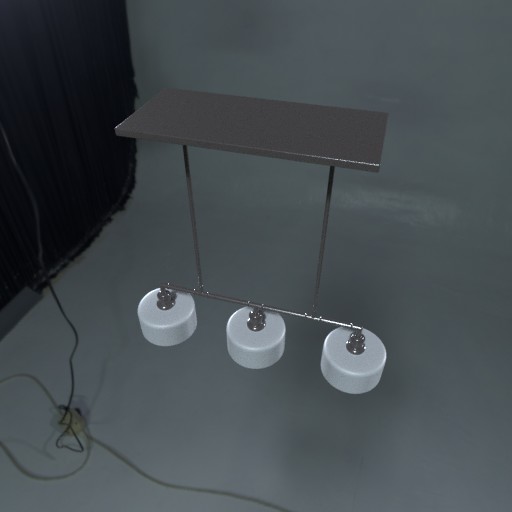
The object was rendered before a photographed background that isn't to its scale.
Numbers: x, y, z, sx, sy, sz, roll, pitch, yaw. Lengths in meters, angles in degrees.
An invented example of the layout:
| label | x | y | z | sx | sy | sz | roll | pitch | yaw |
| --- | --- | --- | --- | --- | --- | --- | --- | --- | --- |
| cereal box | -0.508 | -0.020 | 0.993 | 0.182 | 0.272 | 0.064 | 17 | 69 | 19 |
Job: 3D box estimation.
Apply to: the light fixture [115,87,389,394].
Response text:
| label | x | y | z | sx | sy | sz | roll | pitch | yaw |
| --- | --- | --- | --- | --- | --- | --- | --- | --- | --- |
| light fixture | 0.000 | 0.000 | 0.871 | 0.582 | 0.557 | 0.177 | 11 | 42 | 12 |
